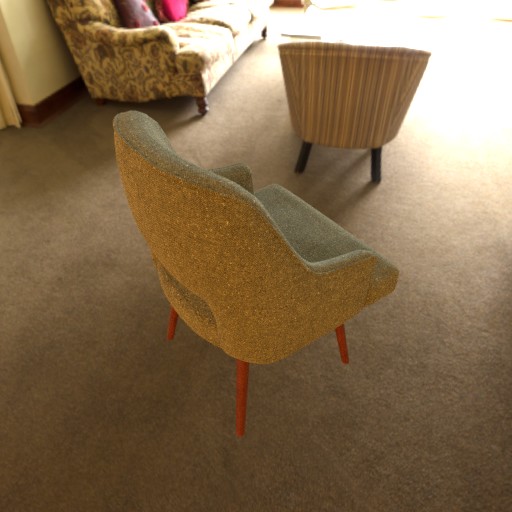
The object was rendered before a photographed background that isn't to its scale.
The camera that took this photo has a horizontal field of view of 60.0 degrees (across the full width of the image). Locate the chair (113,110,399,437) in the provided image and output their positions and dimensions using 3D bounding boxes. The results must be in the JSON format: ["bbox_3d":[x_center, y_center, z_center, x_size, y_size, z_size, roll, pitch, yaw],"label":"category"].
[{"bbox_3d":[0.000,0.000,1.290,0.629,0.875,0.608,-26,47,-26],"label":"chair"}]
